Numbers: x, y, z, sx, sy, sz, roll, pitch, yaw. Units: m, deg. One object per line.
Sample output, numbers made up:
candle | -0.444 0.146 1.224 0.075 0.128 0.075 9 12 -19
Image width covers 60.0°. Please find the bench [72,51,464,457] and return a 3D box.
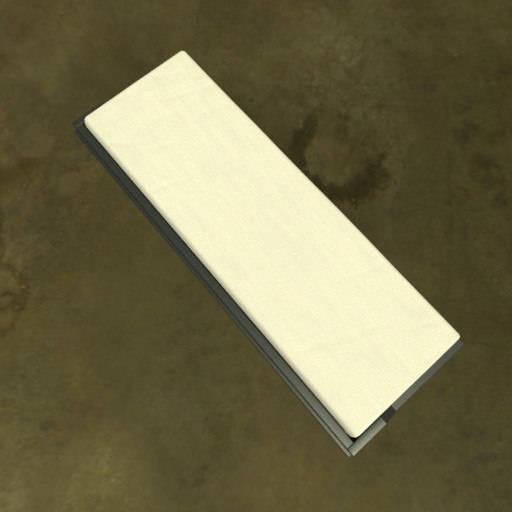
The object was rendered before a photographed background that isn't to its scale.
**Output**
bench | 0.000 0.000 1.230 0.345 0.561 0.973 -40 78 -10
